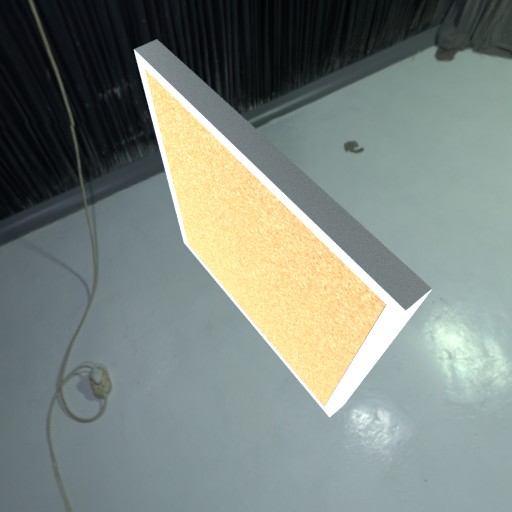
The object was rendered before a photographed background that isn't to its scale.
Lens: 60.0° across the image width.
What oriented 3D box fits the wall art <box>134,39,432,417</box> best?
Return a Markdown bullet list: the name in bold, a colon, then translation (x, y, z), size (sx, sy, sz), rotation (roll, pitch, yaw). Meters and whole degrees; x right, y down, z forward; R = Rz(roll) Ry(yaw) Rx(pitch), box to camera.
- **wall art**: translation (0.000, 0.000, 0.744), size (0.038, 0.505, 0.506), rotation (-34, 65, -18)
